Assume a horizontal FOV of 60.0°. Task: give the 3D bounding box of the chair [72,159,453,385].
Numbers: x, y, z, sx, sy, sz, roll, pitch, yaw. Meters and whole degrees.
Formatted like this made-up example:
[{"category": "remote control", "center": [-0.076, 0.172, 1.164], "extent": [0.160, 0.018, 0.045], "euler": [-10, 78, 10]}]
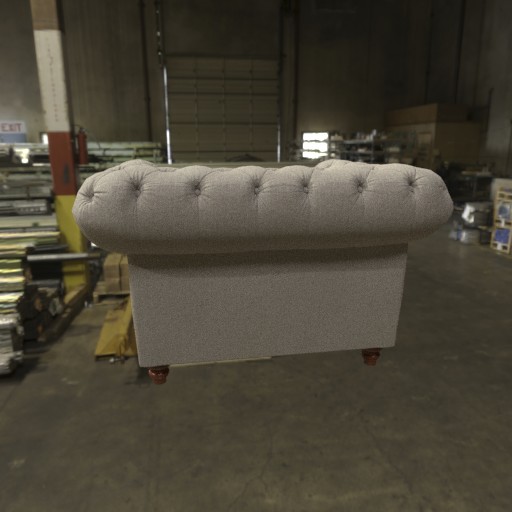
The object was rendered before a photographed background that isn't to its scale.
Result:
[{"category": "chair", "center": [0.000, 0.000, 1.842], "extent": [1.270, 0.770, 0.976], "euler": [-2, 14, -10]}]
